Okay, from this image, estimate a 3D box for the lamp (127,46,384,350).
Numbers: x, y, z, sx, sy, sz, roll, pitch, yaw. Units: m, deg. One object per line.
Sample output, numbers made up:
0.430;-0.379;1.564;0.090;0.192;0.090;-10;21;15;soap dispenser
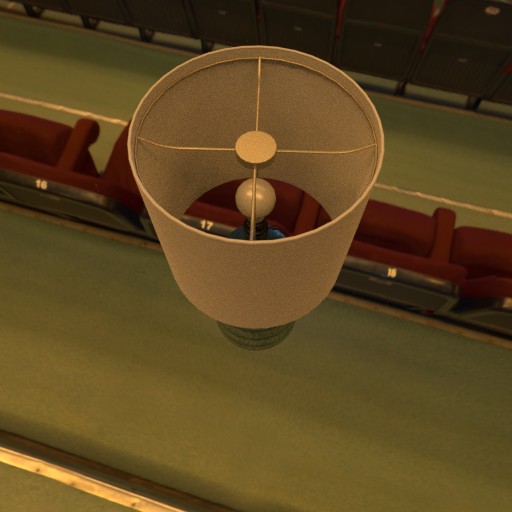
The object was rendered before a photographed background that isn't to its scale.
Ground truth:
0.000;0.000;0.569;0.211;0.455;0.211;14;64;7;lamp
